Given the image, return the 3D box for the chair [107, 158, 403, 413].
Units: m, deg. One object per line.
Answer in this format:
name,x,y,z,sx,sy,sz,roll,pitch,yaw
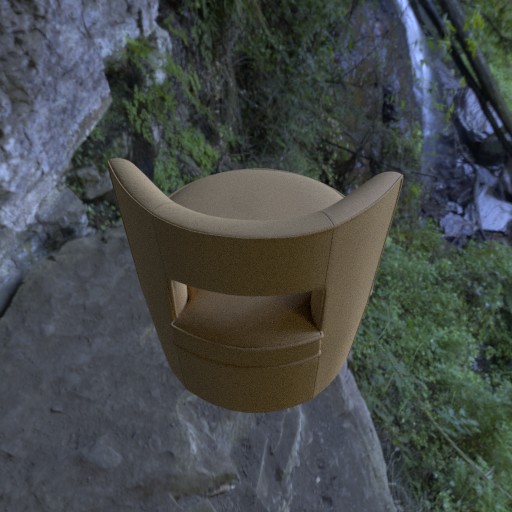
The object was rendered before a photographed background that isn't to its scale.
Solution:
chair,0.000,0.000,1.223,0.650,0.723,0.665,4,46,3
